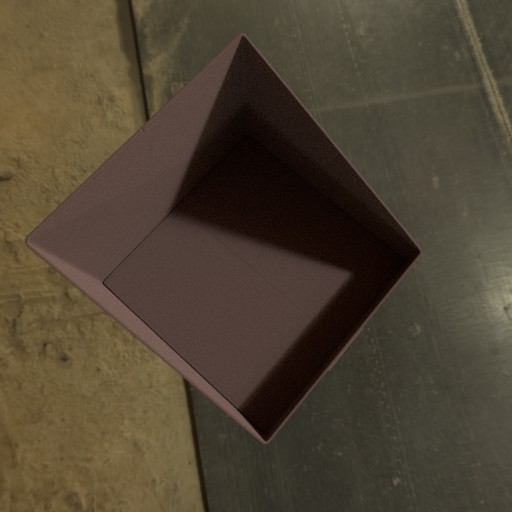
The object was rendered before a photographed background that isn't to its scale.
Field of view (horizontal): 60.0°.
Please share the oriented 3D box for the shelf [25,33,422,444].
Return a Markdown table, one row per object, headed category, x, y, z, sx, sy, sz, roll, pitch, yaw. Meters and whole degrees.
| category | x | y | z | sx | sy | sz | roll | pitch | yaw |
| --- | --- | --- | --- | --- | --- | --- | --- | --- | --- |
| shelf | 0.000 | 0.000 | 0.493 | 0.292 | 0.210 | 0.292 | 40 | 79 | 9 |
